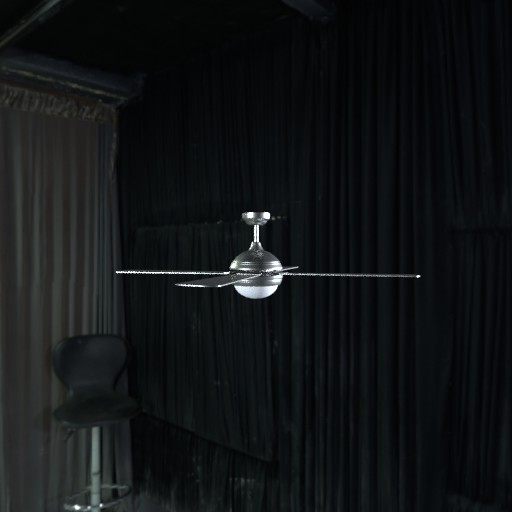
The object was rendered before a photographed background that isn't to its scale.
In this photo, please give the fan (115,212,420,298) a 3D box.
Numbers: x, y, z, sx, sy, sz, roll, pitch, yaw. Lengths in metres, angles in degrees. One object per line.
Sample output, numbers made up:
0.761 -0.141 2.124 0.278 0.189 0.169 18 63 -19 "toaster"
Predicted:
0.000 0.000 1.992 1.321 0.381 1.321 1 1 36 "fan"
